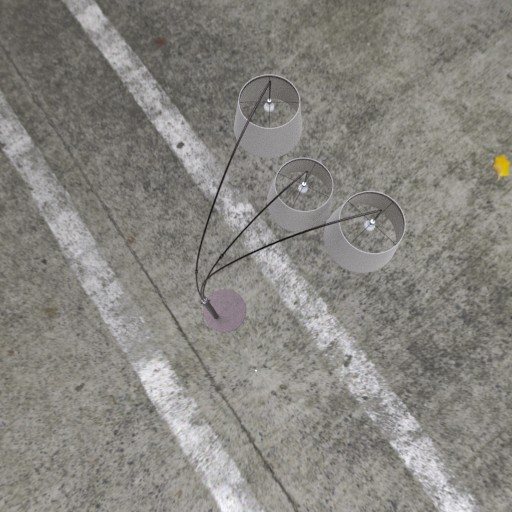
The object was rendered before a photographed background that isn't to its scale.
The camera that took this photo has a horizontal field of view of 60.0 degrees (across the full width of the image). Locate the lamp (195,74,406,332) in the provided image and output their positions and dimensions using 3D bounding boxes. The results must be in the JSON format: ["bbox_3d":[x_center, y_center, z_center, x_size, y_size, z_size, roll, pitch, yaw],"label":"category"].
[{"bbox_3d":[0.000,0.000,2.503,0.924,1.950,0.951,-35,78,-8],"label":"lamp"}]
